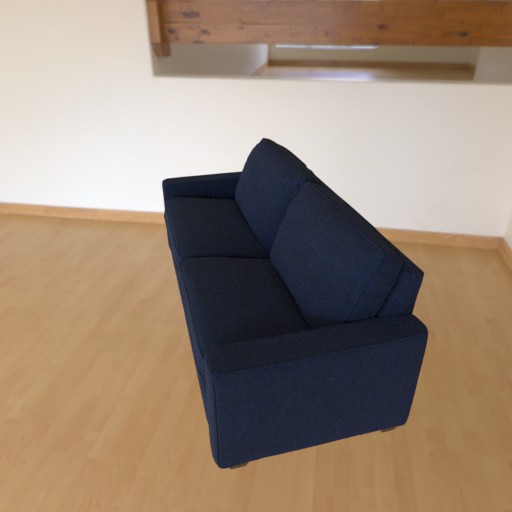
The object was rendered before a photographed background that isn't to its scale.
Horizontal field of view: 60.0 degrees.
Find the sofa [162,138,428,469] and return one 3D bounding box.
[{"bbox_3d":[0.000,0.000,2.595,0.940,0.919,2.080,-8,31,-13],"label":"sofa"}]
